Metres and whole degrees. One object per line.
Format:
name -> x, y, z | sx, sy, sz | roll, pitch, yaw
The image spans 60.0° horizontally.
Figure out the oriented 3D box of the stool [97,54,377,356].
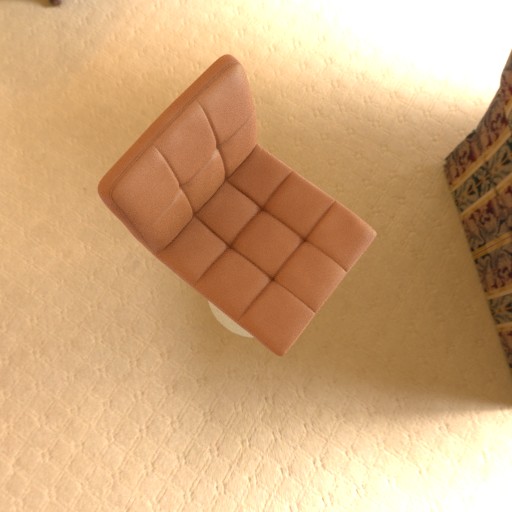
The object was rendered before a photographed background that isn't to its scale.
stool -> 0.000, 0.000, 1.391 | 0.505, 1.115, 0.430 | 38, 78, 9
